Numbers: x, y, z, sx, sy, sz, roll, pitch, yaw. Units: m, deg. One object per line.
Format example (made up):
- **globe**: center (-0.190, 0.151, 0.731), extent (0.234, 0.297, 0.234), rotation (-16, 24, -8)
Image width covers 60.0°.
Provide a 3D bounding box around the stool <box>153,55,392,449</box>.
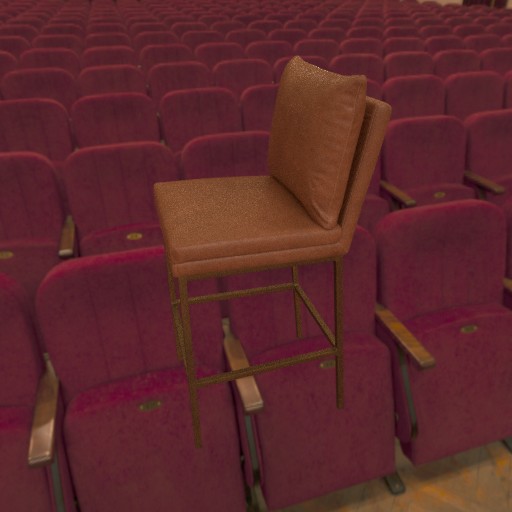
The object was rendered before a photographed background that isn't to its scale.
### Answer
- **stool**: center (0.000, 0.000, 1.418), extent (0.571, 1.124, 0.463), rotation (-8, 31, -14)
